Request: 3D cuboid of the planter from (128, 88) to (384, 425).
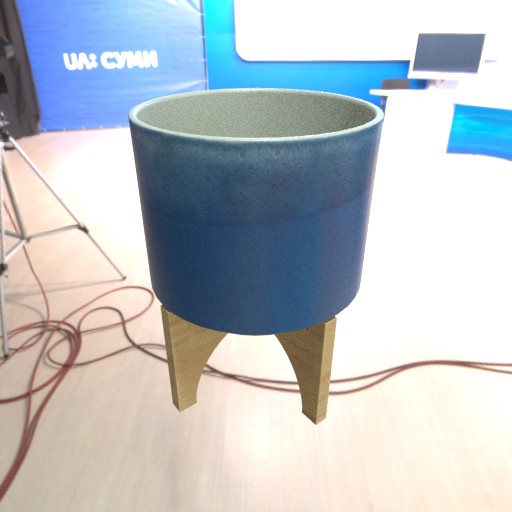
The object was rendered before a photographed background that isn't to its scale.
[{"bbox_3d":[0.000,0.000,0.407,0.192,0.263,0.192,0,29,0],"label":"planter"}]
